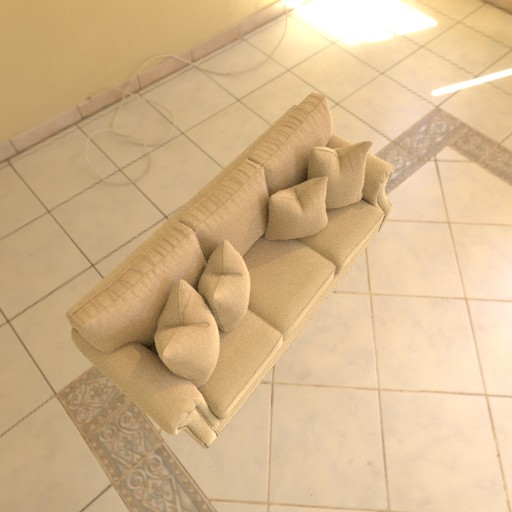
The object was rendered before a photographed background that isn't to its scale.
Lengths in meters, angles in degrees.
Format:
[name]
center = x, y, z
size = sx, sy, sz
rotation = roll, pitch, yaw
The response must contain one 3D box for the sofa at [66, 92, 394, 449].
[sofa]
center = 0.000, 0.000, 2.919
size = 0.965, 0.975, 2.312
rotation = 34, 65, 19
